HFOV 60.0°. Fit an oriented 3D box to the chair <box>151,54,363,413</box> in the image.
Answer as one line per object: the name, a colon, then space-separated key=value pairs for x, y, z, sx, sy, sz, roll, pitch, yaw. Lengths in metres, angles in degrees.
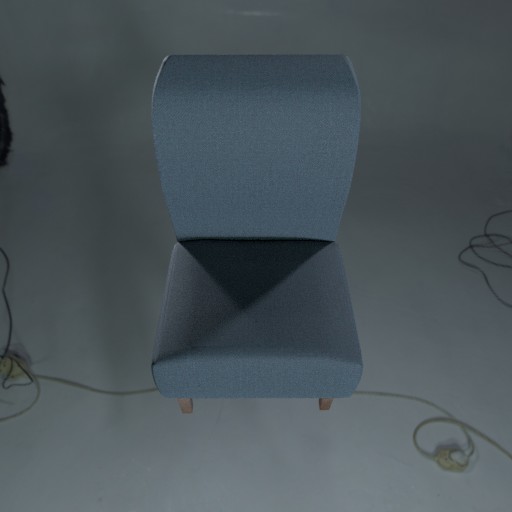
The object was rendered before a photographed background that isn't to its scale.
chair: x=0.000 y=0.000 z=1.155 sx=0.513 sy=0.804 sz=0.592 roll=-1 pitch=47 yaw=-1
